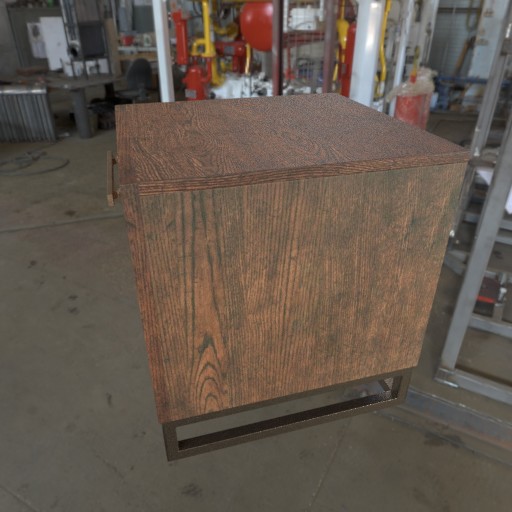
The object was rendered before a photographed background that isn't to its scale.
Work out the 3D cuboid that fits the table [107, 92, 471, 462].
[{"bbox_3d":[0.000,0.000,0.991,0.566,0.582,0.506,-8,31,-14],"label":"table"}]
